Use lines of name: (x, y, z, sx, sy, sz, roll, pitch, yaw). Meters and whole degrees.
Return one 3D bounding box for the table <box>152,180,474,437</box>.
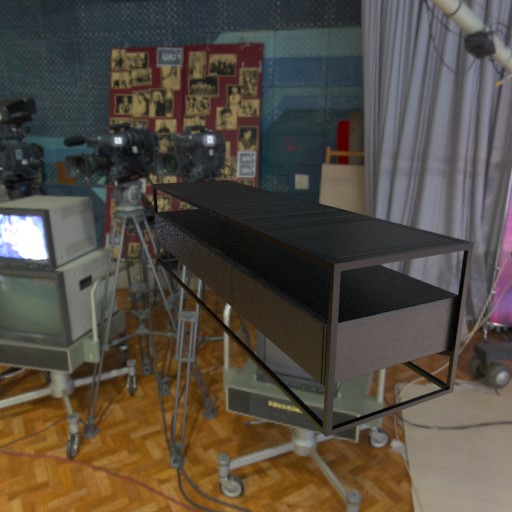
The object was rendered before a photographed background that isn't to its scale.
table: (0.000, 0.000, 1.640, 0.399, 0.395, 1.486, -8, 18, -25)
